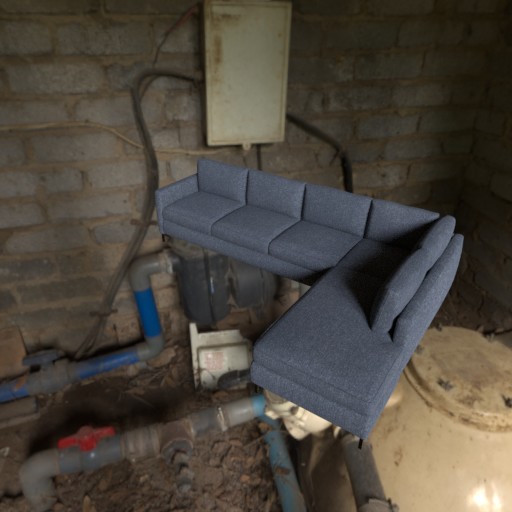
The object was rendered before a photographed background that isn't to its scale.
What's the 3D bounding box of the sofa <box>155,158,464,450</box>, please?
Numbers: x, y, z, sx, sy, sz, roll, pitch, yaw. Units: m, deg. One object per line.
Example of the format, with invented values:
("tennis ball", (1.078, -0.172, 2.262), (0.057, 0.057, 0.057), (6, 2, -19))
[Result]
("sofa", (0.000, 0.000, 3.833), (2.949, 0.815, 2.007), (19, 35, 30))
